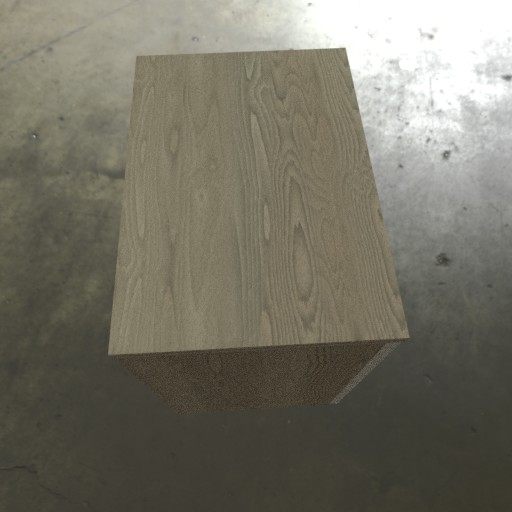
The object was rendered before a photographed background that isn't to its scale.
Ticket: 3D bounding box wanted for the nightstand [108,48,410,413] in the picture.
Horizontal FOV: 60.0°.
[{"bbox_3d":[0.000,0.000,0.758,0.325,0.461,0.442,-3,63,-2],"label":"nightstand"}]
